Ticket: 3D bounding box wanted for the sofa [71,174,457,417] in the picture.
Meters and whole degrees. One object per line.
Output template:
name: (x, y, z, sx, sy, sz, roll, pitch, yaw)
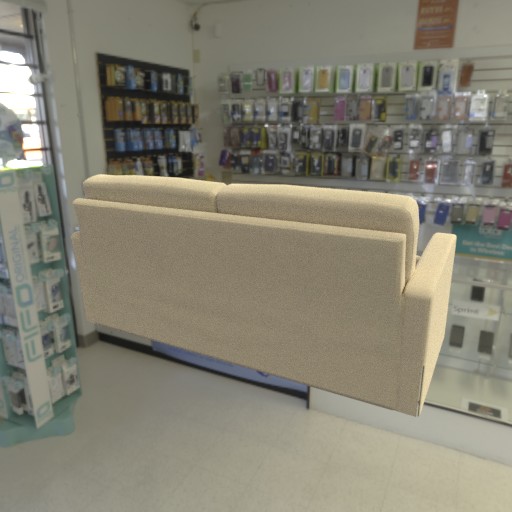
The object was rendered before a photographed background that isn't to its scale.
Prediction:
sofa: (0.000, 0.000, 2.279, 1.808, 0.831, 0.894, 9, 19, 27)
